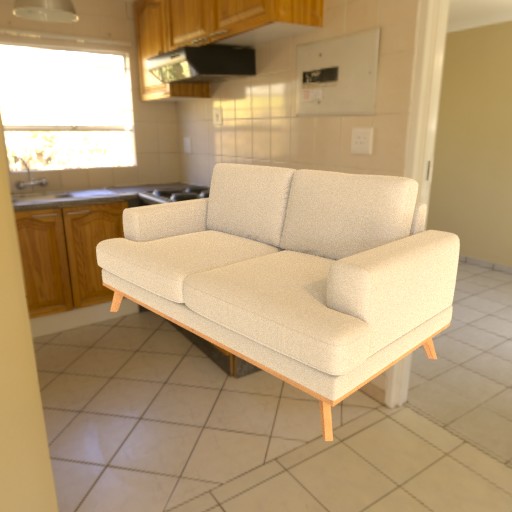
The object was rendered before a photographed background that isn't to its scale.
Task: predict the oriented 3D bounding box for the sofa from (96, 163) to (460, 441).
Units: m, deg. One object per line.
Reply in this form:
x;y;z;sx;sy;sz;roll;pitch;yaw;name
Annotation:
0.000;0.000;2.172;0.915;0.810;1.651;-15;22;-42;sofa
